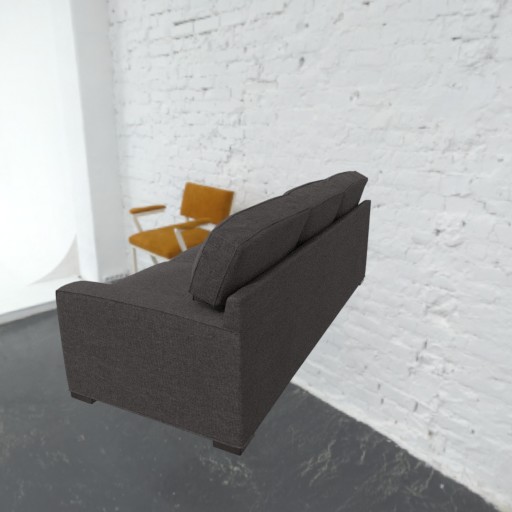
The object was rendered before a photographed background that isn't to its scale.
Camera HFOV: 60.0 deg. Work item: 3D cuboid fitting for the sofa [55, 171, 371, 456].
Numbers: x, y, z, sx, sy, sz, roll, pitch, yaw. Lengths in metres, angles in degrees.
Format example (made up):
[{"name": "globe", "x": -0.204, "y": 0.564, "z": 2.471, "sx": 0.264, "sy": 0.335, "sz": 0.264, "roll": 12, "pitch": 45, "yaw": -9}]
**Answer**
[{"name": "sofa", "x": 0.000, "y": 0.000, "z": 2.921, "sx": 1.004, "sy": 0.978, "sz": 2.369, "roll": 8, "pitch": 19, "yaw": 24}]
